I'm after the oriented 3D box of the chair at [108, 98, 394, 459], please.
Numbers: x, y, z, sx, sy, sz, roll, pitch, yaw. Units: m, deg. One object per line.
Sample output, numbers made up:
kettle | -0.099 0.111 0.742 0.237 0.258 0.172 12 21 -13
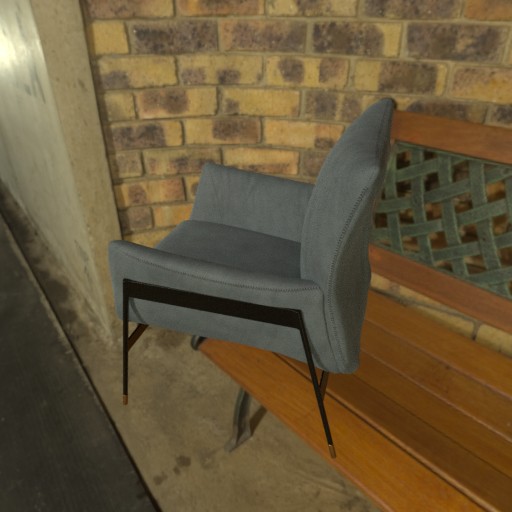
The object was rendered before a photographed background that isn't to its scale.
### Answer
chair | 0.000 0.000 1.376 0.709 0.858 0.678 9 31 14
